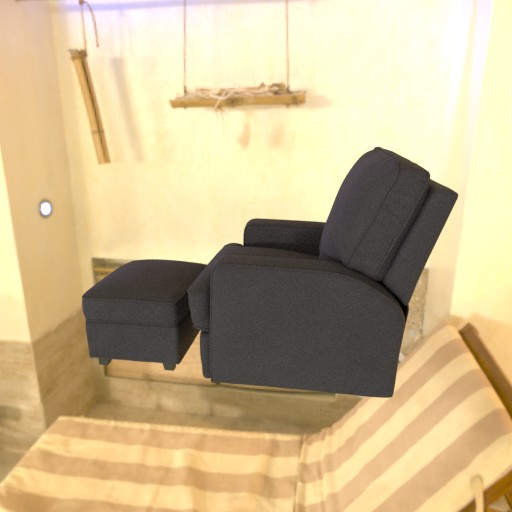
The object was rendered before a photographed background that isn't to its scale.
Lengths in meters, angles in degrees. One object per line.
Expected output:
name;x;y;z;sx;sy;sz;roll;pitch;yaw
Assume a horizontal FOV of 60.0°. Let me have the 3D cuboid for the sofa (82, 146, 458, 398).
sofa;0.000;0.000;2.020;1.472;0.959;0.861;2;17;8
